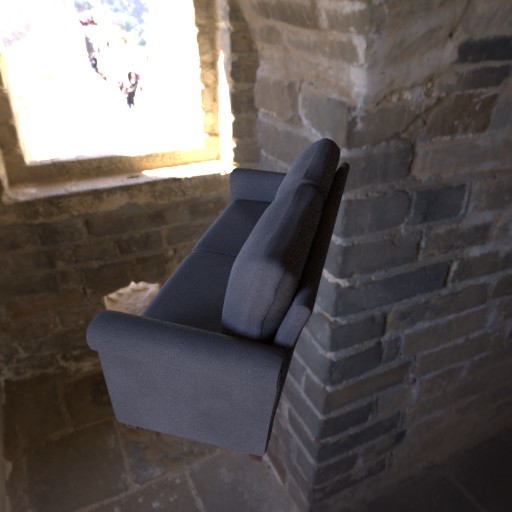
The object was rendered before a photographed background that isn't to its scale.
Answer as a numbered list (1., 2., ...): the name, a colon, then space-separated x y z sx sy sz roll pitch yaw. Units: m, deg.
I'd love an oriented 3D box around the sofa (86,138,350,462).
1. sofa: 0.000 0.000 2.464 0.842 0.942 1.935 8 31 13
